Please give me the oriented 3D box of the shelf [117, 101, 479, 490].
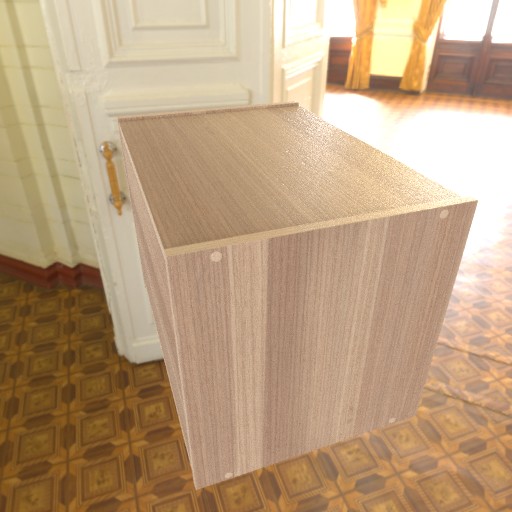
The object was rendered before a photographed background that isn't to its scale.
[{"bbox_3d":[0.000,0.000,0.615,0.290,0.305,0.415,-11,34,-17],"label":"shelf"}]
